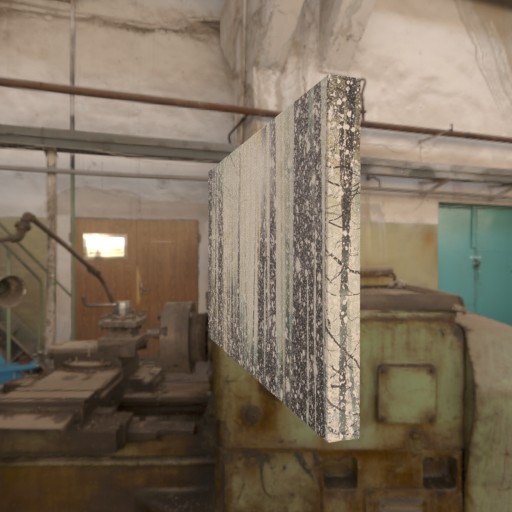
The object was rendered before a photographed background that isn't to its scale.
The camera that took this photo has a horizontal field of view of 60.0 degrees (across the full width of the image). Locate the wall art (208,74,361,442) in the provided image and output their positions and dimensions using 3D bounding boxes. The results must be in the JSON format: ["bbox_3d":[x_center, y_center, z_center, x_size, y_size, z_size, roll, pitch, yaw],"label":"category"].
[{"bbox_3d":[0.000,0.000,0.775,0.042,0.398,0.618,0,1,-18],"label":"wall art"}]
